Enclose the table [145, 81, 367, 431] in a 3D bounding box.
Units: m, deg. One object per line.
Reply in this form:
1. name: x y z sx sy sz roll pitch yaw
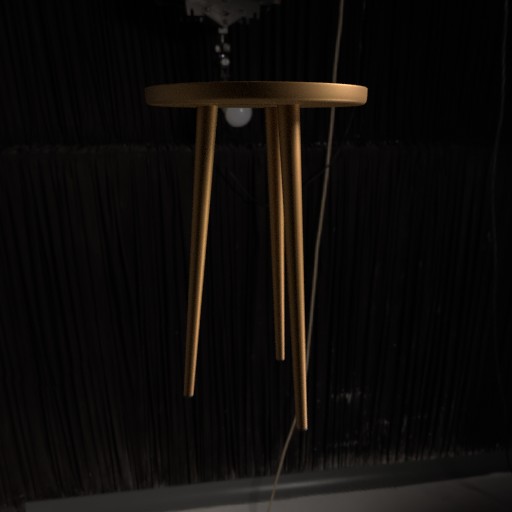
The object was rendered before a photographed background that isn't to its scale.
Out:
1. table: 0.000 0.000 0.683 0.299 0.480 0.299 -3 18 -9
